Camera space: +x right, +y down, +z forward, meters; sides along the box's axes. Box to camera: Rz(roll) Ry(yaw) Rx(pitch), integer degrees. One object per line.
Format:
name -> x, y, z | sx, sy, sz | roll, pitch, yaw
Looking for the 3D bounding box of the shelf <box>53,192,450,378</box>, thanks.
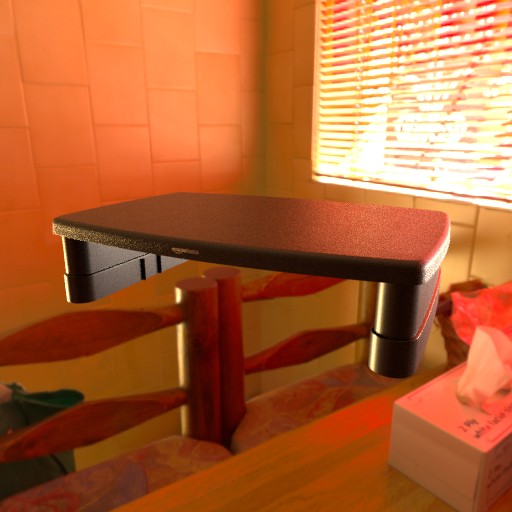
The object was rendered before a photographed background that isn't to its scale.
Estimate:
shelf -> 0.000, 0.000, 0.521 | 0.410, 0.100, 0.280 | 8, 18, 26
